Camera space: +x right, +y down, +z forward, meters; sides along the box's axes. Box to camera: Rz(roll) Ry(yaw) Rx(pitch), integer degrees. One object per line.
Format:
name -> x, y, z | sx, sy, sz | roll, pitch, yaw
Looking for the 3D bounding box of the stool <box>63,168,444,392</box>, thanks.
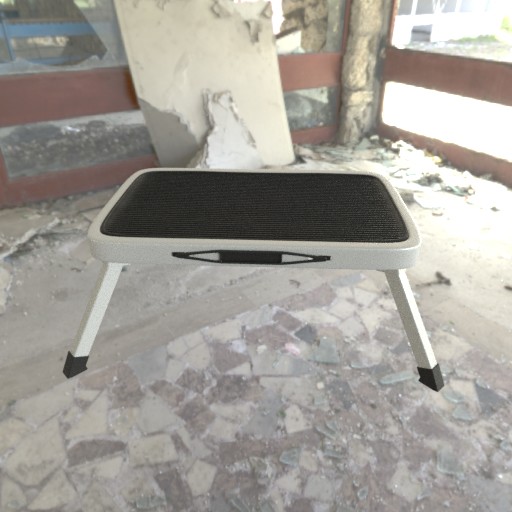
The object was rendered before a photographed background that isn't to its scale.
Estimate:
stool -> 0.000, 0.000, 0.619 | 0.460, 0.170, 0.320 | 1, 31, 2
